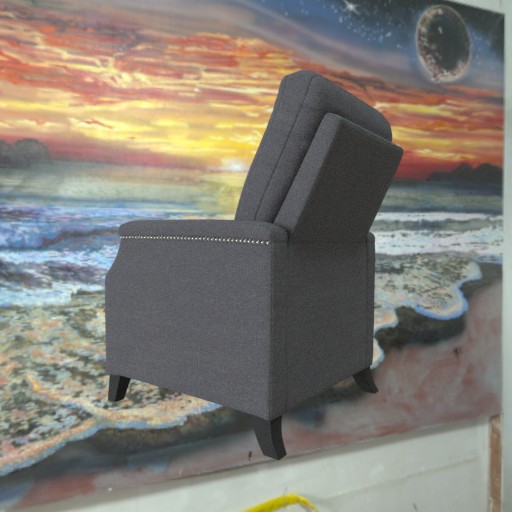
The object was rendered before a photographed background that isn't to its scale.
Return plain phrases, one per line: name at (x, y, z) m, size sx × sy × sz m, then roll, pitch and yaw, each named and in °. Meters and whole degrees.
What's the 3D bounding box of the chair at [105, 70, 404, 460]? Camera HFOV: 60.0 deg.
chair at (0.000, 0.000, 1.619) m, size 0.922 × 1.049 × 0.710 m, roll 1°, pitch 2°, yaw 37°
